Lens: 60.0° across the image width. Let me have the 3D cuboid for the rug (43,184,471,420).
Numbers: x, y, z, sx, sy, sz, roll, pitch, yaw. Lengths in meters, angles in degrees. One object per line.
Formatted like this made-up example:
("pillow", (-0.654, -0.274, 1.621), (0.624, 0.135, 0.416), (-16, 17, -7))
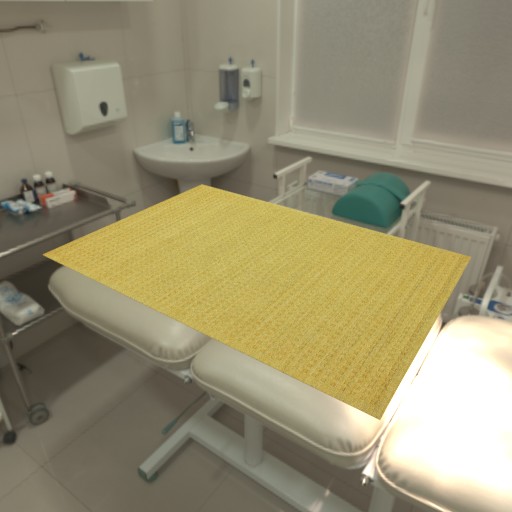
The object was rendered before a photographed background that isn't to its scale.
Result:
("rug", (0.000, 0.000, 3.627), (2.895, 0.006, 1.981), (19, 35, 30))
